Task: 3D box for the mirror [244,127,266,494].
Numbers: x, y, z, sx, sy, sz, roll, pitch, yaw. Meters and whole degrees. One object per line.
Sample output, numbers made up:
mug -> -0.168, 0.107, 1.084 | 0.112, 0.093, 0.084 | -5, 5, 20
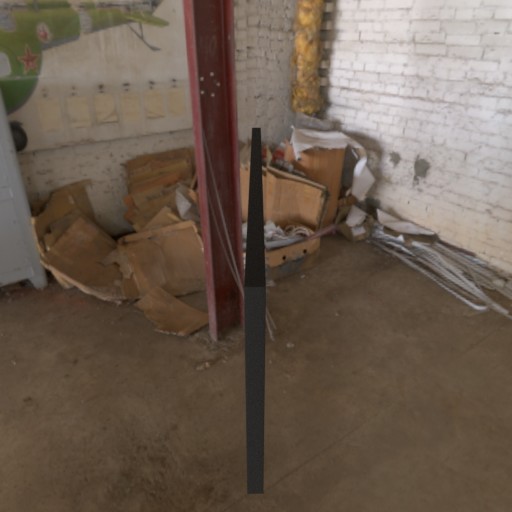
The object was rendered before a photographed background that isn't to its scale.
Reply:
mirror -> 0.000, 0.000, 1.797 | 0.047, 0.692, 1.584 | 0, 28, 0
